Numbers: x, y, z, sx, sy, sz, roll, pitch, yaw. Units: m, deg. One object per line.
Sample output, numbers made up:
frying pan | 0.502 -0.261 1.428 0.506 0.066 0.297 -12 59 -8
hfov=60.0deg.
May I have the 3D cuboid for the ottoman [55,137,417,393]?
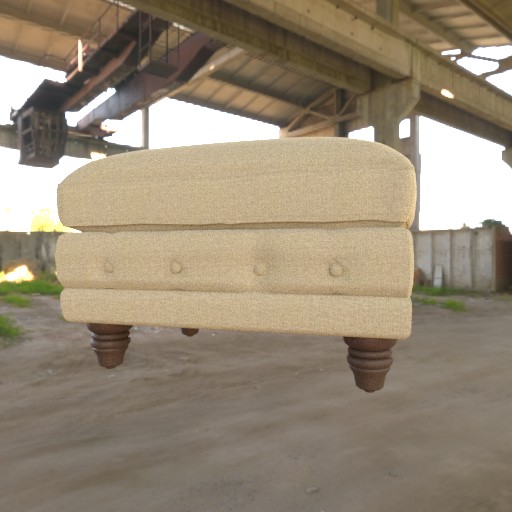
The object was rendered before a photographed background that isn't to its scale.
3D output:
ottoman | 0.000 0.000 1.017 0.684 0.463 0.541 0 0 17
